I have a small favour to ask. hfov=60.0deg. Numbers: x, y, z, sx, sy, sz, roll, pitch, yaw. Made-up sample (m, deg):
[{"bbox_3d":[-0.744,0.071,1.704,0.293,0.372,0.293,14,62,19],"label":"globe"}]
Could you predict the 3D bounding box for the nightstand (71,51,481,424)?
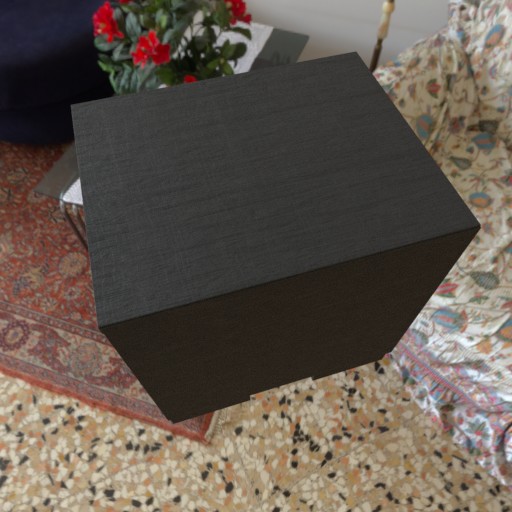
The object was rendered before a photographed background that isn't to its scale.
[{"bbox_3d":[0.000,0.000,0.742,0.427,0.448,0.347,-14,59,-9],"label":"nightstand"}]
